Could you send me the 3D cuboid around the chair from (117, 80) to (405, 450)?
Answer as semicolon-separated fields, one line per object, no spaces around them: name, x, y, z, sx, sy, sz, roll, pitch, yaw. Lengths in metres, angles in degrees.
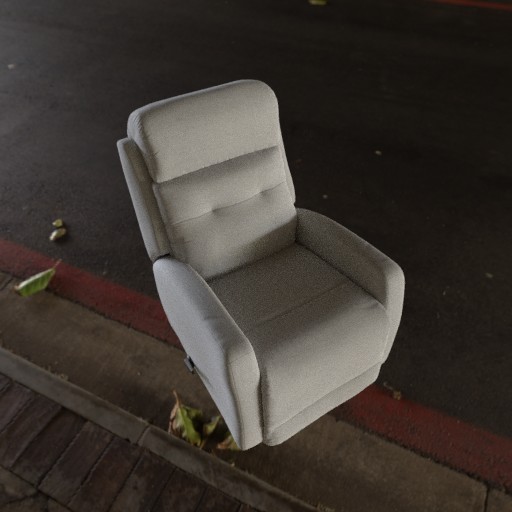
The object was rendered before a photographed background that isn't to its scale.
chair;0.000;0.000;1.742;0.798;1.013;1.043;-23;49;-22
